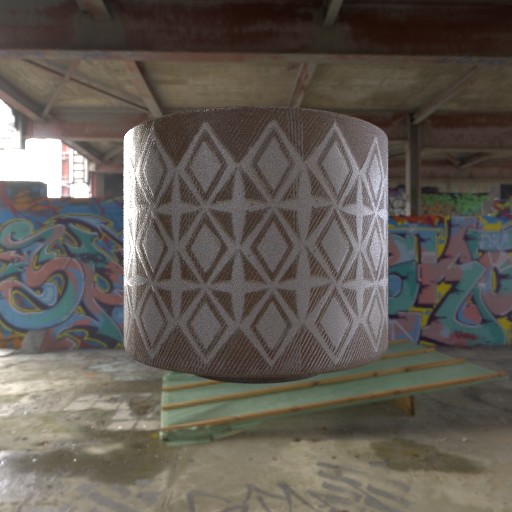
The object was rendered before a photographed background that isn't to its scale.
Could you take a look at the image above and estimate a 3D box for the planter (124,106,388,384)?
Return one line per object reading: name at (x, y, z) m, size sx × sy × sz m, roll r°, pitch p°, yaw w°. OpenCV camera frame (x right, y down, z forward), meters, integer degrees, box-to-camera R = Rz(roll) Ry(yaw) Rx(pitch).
planter at (0.000, 0.000, 0.338) m, size 0.193 × 0.165 × 0.193 m, roll 0°, pitch 0°, yaw 0°
